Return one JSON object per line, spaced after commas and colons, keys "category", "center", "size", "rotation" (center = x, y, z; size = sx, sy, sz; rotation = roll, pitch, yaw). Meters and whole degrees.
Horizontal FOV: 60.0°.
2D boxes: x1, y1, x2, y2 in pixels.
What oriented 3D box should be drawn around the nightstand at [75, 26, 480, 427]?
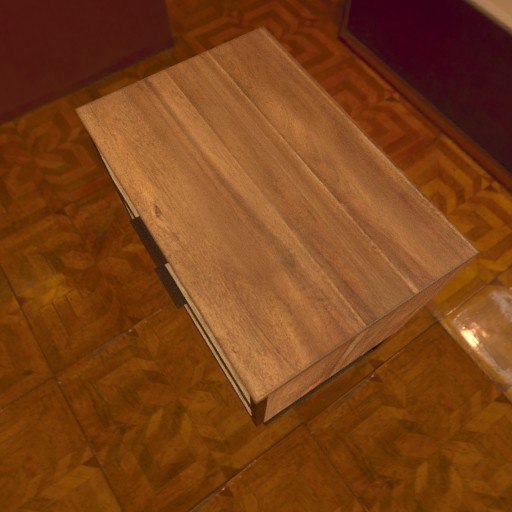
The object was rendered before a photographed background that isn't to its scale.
{"category": "nightstand", "center": [0.000, 0.000, 1.012], "size": [0.427, 0.611, 0.605], "rotation": [-30, 68, -14]}
